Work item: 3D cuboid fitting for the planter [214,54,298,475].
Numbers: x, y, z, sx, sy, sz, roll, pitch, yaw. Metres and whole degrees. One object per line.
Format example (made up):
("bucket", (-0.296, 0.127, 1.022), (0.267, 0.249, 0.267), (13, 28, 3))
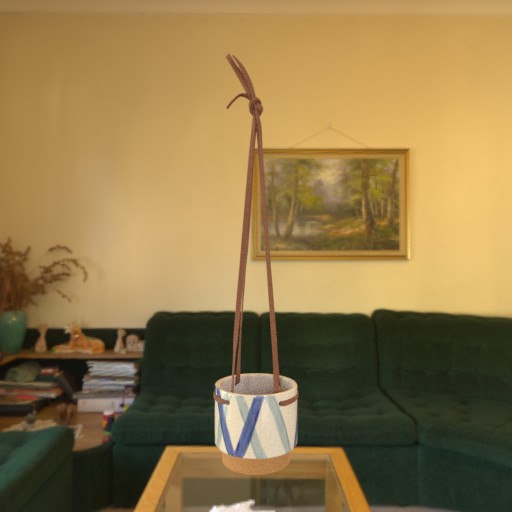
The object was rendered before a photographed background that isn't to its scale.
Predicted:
("planter", (0.000, 0.000, 0.827), (0.157, 0.753, 0.153), (0, -1, -17))
